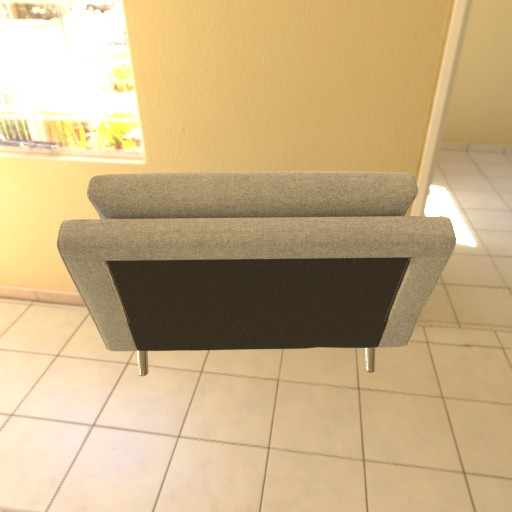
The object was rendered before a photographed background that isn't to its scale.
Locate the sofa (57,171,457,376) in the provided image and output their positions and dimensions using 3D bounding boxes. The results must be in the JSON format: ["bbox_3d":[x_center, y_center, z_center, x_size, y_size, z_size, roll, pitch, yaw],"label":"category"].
[{"bbox_3d":[0.000,0.000,1.878,1.220,0.910,0.910,-1,32,-1],"label":"sofa"}]
